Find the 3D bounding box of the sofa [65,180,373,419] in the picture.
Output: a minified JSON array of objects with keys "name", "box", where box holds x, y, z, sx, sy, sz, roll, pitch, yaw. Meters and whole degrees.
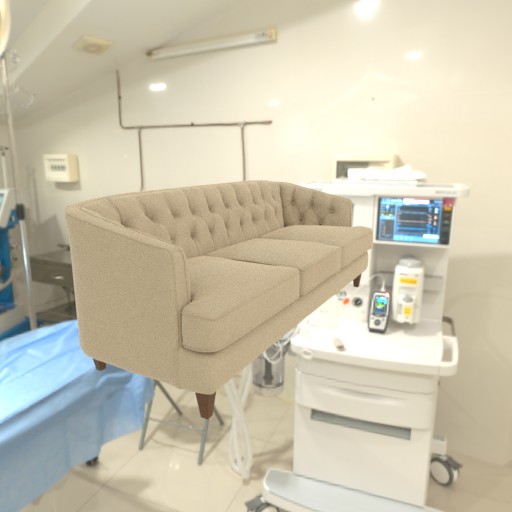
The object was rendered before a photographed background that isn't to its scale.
[{"name":"sofa","box":[0.000,0.000,2.795,0.941,0.855,2.278,7,15,28]}]
